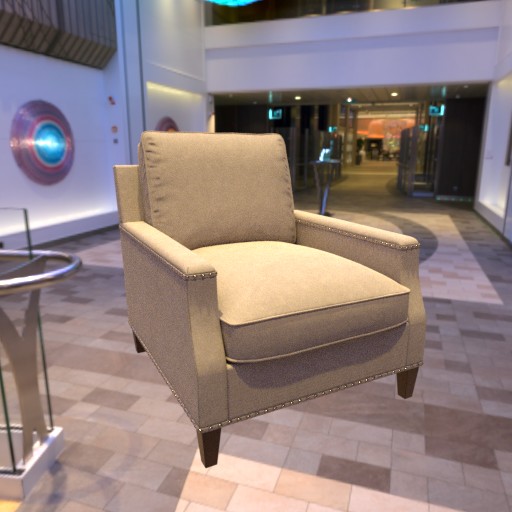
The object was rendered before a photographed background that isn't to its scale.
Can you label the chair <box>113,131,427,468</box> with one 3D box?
[{"bbox_3d":[0.000,0.000,1.708,0.853,0.943,1.014,-7,15,-27],"label":"chair"}]
